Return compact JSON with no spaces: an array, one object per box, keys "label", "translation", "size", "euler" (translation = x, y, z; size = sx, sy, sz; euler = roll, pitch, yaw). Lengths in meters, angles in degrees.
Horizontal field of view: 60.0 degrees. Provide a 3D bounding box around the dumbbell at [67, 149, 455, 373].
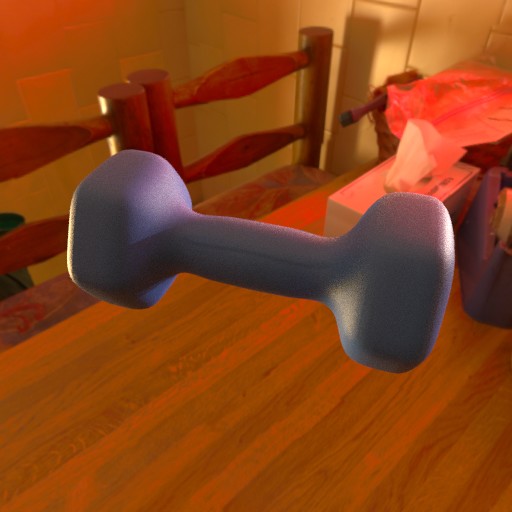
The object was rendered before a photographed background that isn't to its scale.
[{"label":"dumbbell","translation":[0.000,0.000,0.264],"size":[0.212,0.093,0.103],"euler":[12,42,14]}]
